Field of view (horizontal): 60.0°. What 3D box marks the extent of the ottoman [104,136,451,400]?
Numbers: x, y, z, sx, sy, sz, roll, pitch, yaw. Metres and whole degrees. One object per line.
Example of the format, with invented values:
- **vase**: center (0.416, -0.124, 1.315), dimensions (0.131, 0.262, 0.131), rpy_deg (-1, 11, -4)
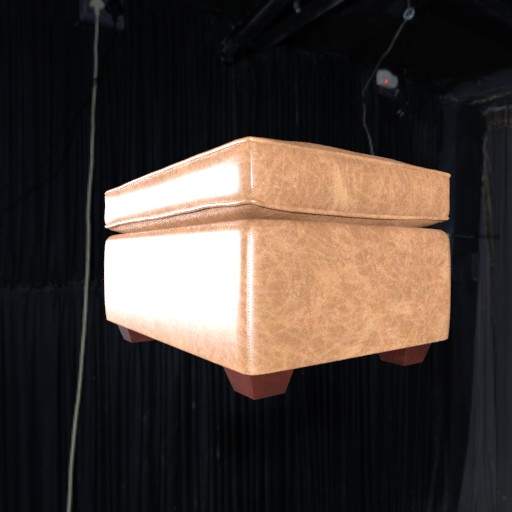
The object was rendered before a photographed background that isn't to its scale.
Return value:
- **ottoman**: center (0.000, 0.000, 1.110), dimensions (0.554, 0.468, 0.756), rpy_deg (0, 0, -35)
